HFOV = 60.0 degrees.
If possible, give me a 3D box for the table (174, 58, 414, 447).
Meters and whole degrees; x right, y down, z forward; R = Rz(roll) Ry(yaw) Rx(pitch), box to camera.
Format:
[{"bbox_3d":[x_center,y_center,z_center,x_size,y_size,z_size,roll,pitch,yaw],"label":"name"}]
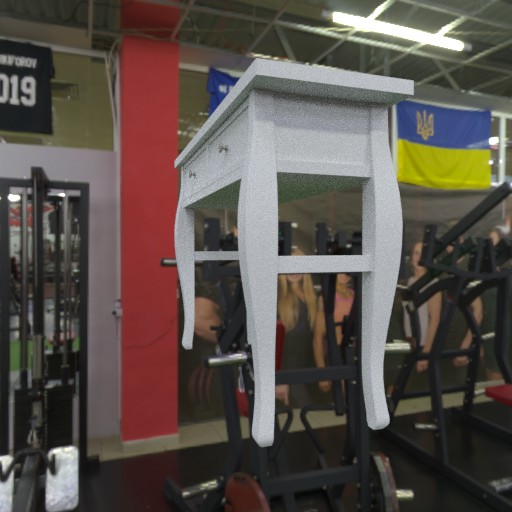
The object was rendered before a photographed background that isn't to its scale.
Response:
[{"bbox_3d":[0.000,0.000,1.401,0.373,0.768,1.062,0,1,-19],"label":"table"}]
